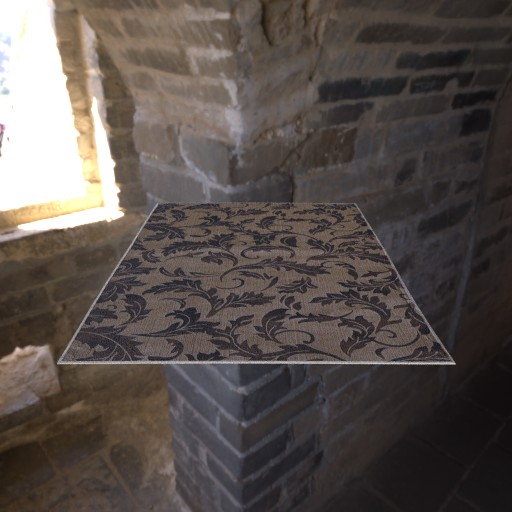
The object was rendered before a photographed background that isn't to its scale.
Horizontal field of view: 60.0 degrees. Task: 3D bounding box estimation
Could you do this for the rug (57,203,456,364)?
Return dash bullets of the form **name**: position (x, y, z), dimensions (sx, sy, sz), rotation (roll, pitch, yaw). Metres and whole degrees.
- **rug**: position (0.000, 0.000, 3.967), dimensions (2.380, 0.008, 2.977), rotation (0, 25, 0)
